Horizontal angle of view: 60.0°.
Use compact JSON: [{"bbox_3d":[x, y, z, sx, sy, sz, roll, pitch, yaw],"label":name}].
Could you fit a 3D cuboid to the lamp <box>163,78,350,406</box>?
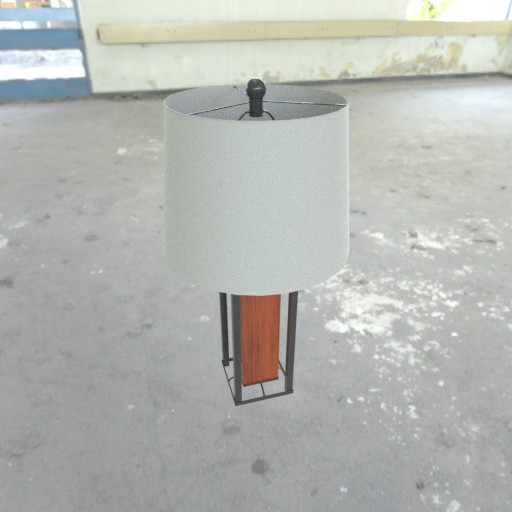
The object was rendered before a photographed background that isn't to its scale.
[{"bbox_3d":[0.000,0.000,0.784,0.320,0.591,0.320,0,30,0],"label":"lamp"}]
